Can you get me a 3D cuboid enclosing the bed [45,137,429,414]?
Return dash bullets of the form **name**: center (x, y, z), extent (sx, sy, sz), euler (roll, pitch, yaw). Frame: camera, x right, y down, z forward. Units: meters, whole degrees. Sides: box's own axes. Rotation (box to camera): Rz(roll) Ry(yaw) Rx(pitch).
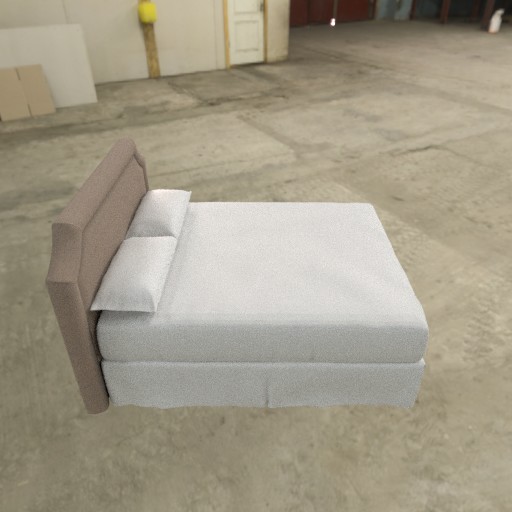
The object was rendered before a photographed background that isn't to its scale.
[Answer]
- **bed**: center (0.000, 0.000, 3.229), extent (2.164, 1.303, 1.828), euler (0, 34, 0)
